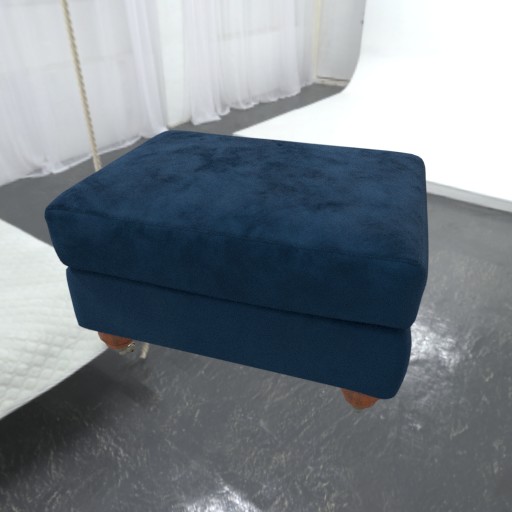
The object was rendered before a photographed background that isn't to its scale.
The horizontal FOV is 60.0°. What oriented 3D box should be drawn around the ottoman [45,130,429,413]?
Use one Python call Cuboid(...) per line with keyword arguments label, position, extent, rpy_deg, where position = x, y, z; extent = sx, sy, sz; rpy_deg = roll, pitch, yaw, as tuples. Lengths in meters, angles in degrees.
Cuboid(label="ottoman", position=(0.000, 0.000, 1.133), extent=(0.773, 0.503, 0.572), rpy_deg=(9, 33, 15))
